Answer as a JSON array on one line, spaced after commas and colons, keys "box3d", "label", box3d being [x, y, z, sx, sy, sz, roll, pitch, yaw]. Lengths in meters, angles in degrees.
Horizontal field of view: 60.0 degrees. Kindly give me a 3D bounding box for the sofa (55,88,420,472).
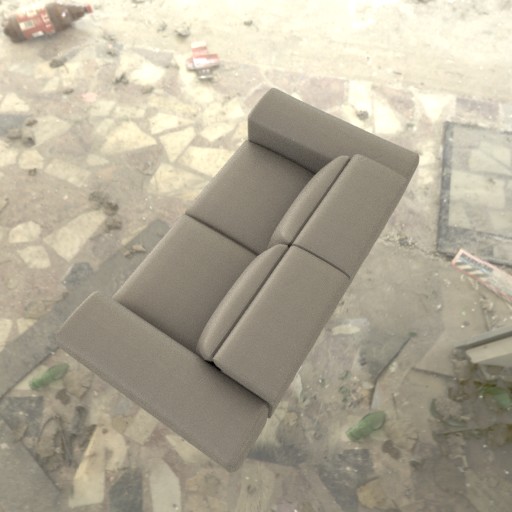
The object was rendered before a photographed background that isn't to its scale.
[{"box3d": [0.000, 0.000, 2.441, 1.024, 0.753, 1.930, 30, 67, 14], "label": "sofa"}]
